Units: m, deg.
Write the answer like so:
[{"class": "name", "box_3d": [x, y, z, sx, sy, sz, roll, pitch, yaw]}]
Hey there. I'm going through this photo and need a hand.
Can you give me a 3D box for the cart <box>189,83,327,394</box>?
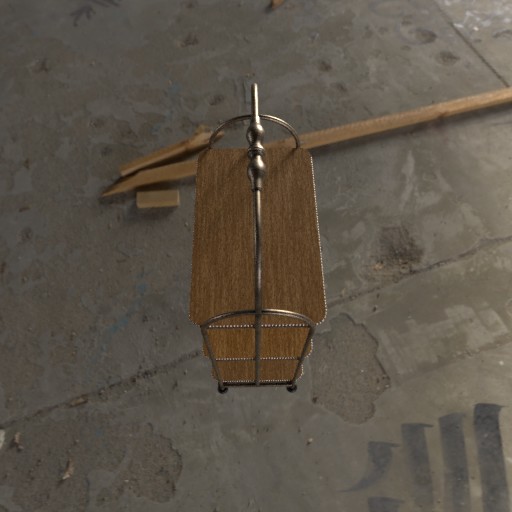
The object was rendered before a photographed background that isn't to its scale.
[{"class": "cart", "box_3d": [0.000, 0.000, 1.366, 0.330, 1.052, 0.650, -1, 62, 0]}]
